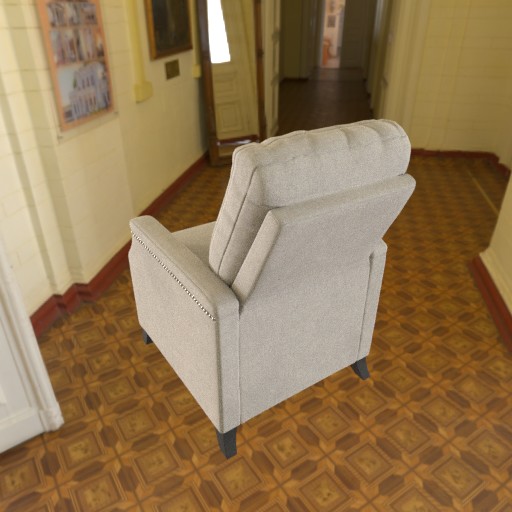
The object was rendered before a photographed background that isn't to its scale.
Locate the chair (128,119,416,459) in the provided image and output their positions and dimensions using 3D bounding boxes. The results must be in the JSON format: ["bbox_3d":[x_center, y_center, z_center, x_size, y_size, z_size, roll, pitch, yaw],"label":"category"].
[{"bbox_3d":[0.000,0.000,1.646,0.710,1.049,0.922,-18,34,-30],"label":"chair"}]
